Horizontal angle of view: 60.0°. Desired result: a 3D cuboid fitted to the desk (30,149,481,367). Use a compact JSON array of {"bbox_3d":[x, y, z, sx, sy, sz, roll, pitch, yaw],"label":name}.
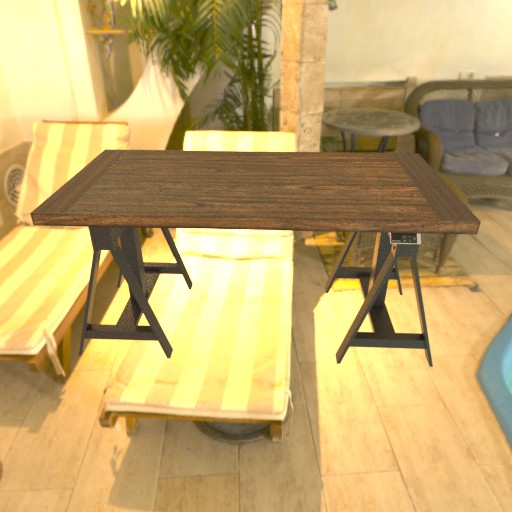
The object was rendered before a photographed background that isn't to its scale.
[{"bbox_3d":[0.000,0.000,1.997,1.543,0.725,0.784,1,30,2],"label":"desk"}]
